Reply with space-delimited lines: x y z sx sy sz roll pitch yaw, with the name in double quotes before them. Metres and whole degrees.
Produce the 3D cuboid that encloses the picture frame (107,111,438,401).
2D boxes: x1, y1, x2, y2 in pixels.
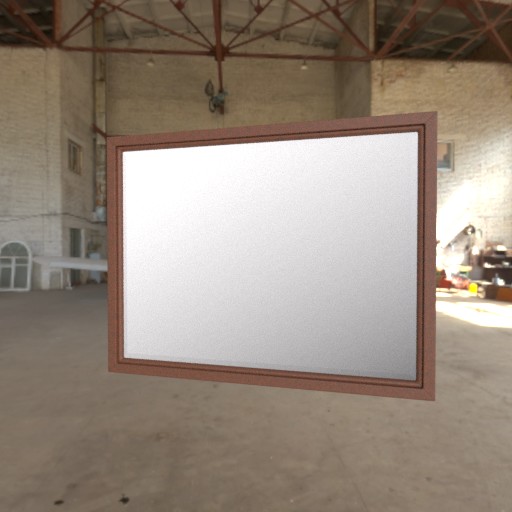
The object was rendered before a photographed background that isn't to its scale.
"picture frame" 0.000 0.000 1.757 1.329 1.018 0.045 0 1 16
